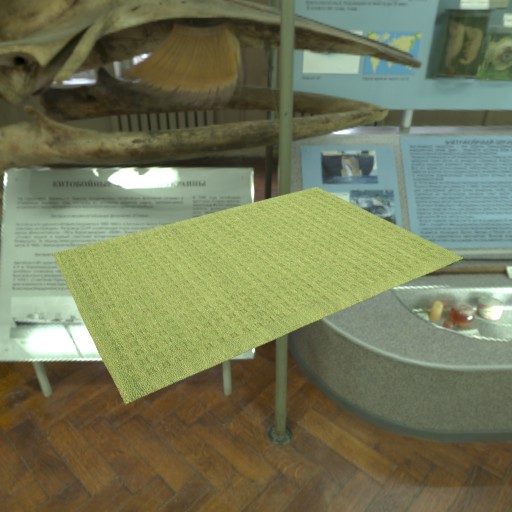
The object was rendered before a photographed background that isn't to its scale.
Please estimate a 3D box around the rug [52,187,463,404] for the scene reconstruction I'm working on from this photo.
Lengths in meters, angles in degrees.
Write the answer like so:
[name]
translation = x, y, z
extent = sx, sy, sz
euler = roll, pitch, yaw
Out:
[rug]
translation = 0.000, 0.000, 2.962
extent = 2.297, 0.007, 1.529
euler = -18, 34, -28
